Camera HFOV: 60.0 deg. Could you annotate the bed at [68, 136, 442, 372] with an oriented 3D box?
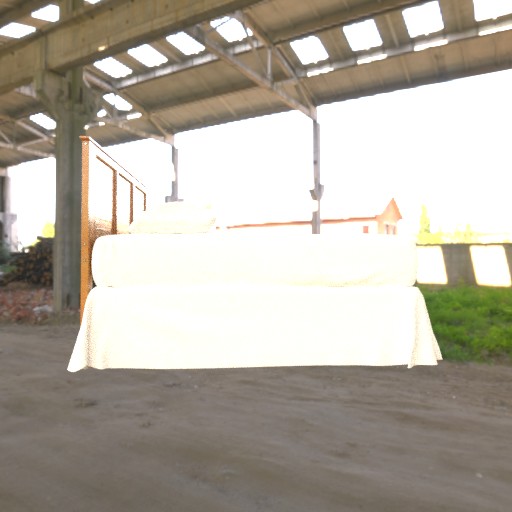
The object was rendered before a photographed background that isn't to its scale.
[{"bbox_3d":[0.000,0.000,3.266,2.035,1.273,1.870,0,-1,-2],"label":"bed"}]
